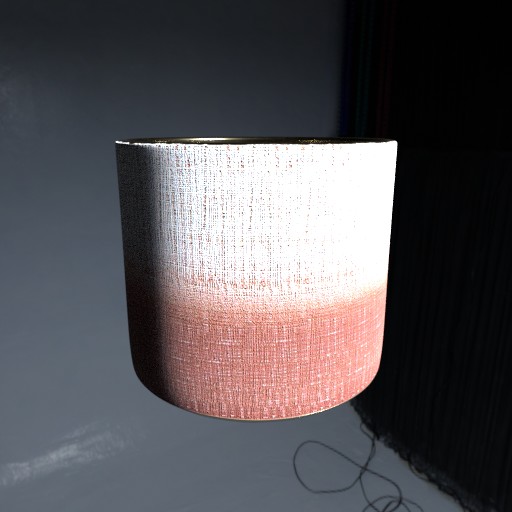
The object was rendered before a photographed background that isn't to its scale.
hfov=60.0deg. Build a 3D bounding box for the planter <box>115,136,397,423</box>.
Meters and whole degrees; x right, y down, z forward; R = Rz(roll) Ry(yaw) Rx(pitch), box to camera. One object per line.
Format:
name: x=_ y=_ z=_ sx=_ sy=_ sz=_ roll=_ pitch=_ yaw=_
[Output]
planter: x=0.000 y=0.000 z=0.308 sx=0.178 sy=0.157 sz=0.178 roll=0 pitch=16 yaw=0
